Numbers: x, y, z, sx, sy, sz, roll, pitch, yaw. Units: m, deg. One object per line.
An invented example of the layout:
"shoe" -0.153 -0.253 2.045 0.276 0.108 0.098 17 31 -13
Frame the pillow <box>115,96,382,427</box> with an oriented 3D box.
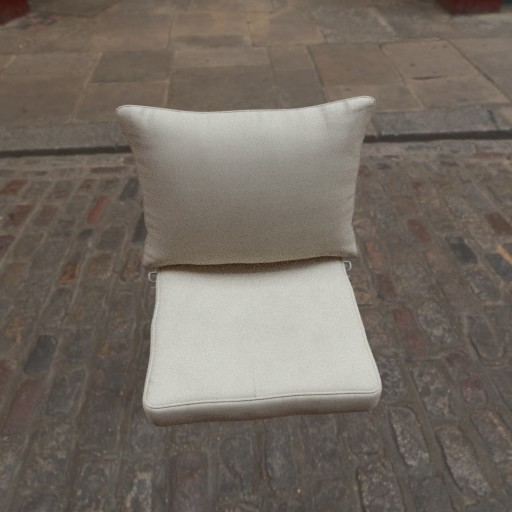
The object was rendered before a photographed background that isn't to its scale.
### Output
"pillow" 0.000 0.000 1.337 0.798 0.716 0.733 -3 44 -3
